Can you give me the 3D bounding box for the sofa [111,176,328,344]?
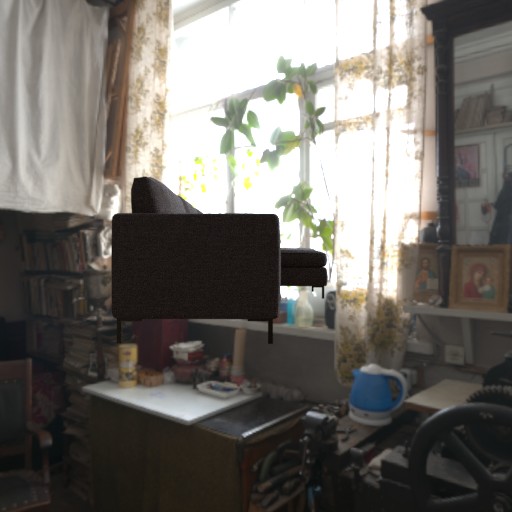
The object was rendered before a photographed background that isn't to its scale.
[{"bbox_3d":[0.000,0.000,3.847,1.483,0.892,3.221,0,0,0],"label":"sofa"}]
